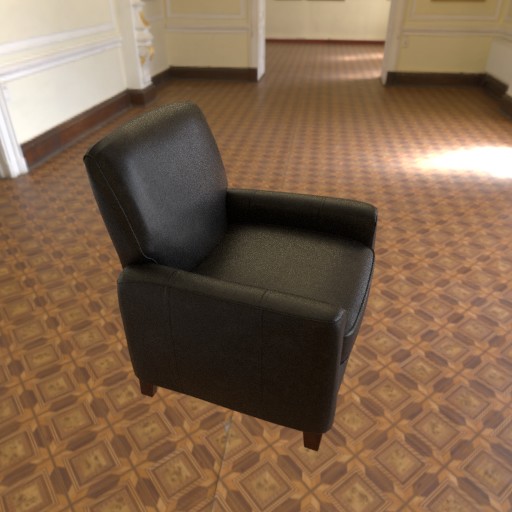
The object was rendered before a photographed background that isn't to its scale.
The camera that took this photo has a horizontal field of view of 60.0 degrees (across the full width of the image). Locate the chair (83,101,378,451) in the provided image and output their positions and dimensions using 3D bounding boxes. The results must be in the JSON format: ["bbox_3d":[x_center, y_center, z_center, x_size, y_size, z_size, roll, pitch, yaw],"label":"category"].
[{"bbox_3d":[0.000,0.000,1.687,0.864,1.014,0.848,11,33,18],"label":"chair"}]
